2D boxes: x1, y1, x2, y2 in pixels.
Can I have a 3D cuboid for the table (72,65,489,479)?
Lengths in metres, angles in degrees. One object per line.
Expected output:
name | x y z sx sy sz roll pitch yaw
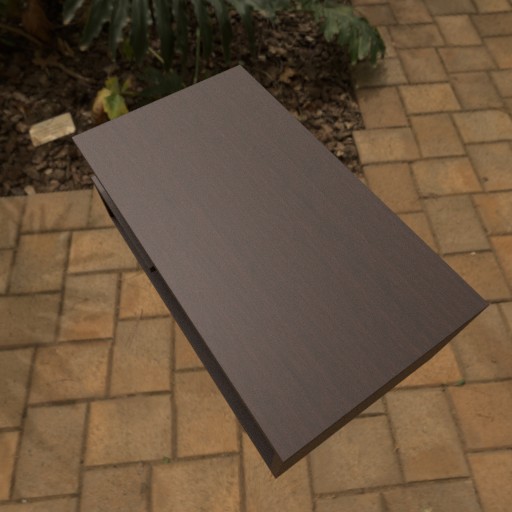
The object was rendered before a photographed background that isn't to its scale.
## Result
table | 0.000 0.000 1.356 0.590 0.460 1.050 -30 64 -17
